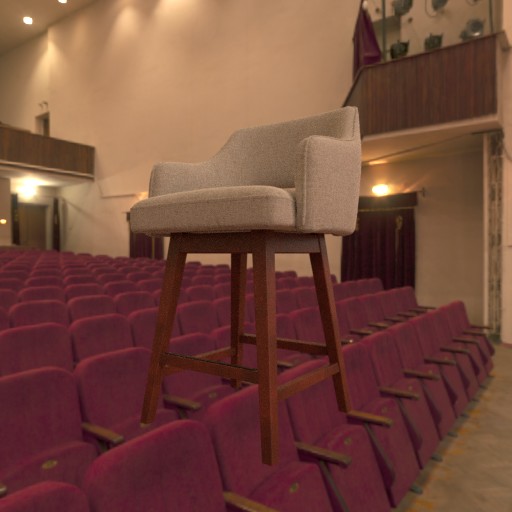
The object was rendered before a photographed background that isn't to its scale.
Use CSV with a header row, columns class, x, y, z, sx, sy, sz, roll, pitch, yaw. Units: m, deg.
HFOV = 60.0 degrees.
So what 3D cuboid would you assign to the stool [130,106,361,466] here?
class,x,y,z,sx,sy,sz,roll,pitch,yaw
stool,0.000,0.000,1.327,0.599,0.944,0.558,0,0,36
